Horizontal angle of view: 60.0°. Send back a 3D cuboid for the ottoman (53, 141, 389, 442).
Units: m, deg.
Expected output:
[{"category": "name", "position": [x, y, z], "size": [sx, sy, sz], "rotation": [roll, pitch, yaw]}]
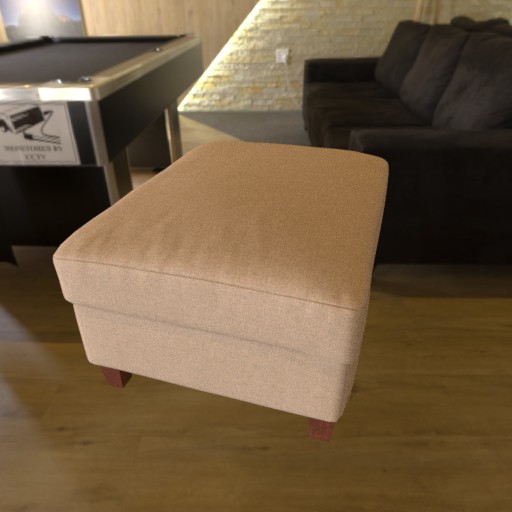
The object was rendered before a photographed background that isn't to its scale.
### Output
[{"category": "ottoman", "position": [0.000, 0.000, 1.334], "size": [0.692, 0.511, 0.902], "rotation": [9, 32, 15]}]
